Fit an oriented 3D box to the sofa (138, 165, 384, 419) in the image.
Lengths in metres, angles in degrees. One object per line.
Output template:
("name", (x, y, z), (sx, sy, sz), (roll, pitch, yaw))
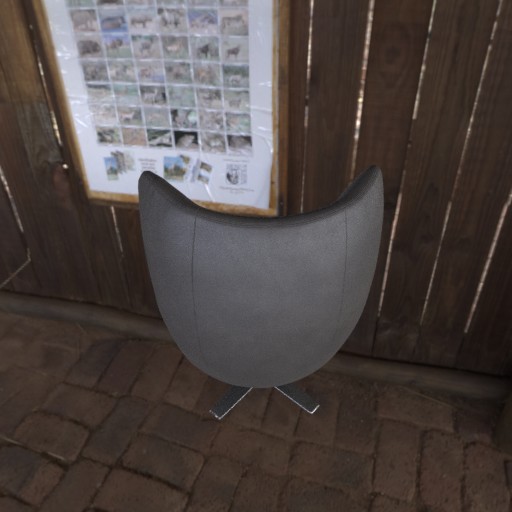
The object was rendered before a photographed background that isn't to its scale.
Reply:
("sofa", (0.000, 0.000, 2.146), (0.894, 1.135, 1.444), (-2, 31, -3))
